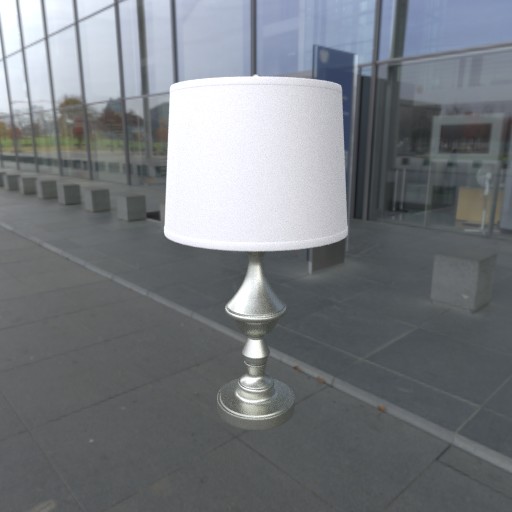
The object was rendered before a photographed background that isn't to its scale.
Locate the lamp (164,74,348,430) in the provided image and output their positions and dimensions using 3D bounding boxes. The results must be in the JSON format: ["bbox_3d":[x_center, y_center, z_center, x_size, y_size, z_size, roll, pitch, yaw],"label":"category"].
[{"bbox_3d":[0.000,0.000,0.957,0.383,0.733,0.383,0,14,0],"label":"lamp"}]
